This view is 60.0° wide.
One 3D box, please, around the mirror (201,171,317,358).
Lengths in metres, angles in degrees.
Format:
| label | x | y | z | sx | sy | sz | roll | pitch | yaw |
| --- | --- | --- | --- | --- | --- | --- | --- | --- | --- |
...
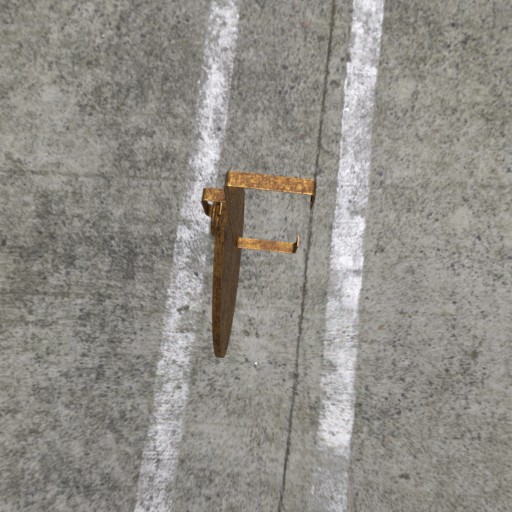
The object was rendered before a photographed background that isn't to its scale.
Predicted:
| label | x | y | z | sx | sy | sz | roll | pitch | yaw |
| --- | --- | --- | --- | --- | --- | --- | --- | --- | --- |
| mirror | 0.000 | 0.000 | 0.880 | 0.144 | 0.744 | 0.405 | 6 | 76 | 1 |
